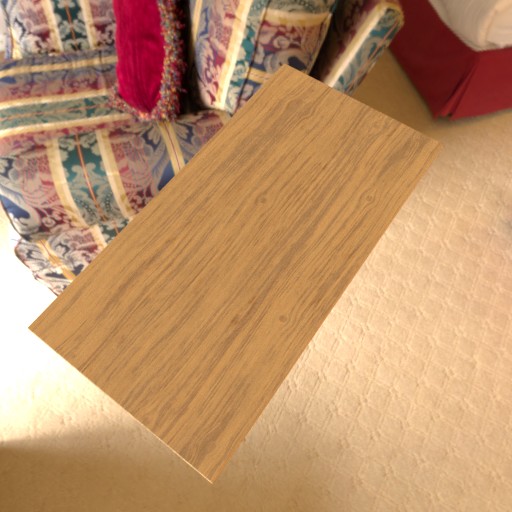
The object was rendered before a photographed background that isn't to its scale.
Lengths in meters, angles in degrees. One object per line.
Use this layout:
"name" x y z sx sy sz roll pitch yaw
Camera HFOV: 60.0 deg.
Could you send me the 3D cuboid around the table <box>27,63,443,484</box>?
"table" 0.000 0.000 1.635 0.693 0.445 1.331 33 69 15
